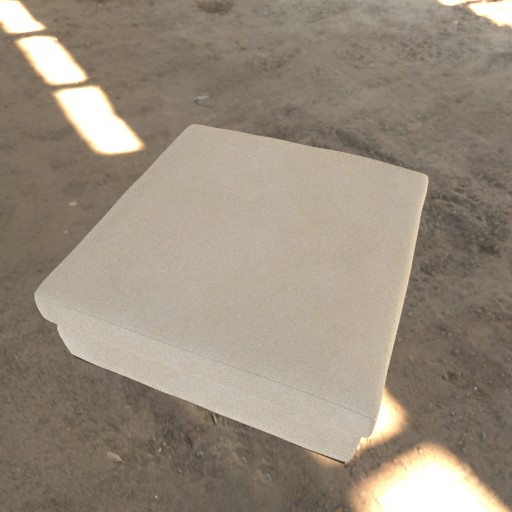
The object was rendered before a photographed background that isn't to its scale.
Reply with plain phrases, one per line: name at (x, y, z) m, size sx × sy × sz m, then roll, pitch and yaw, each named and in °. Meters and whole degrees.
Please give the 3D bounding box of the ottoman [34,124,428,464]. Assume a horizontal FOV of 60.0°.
ottoman at (0.000, 0.000, 1.830) m, size 1.190 × 0.522 × 1.205 m, roll 16°, pitch 49°, yaw 15°
